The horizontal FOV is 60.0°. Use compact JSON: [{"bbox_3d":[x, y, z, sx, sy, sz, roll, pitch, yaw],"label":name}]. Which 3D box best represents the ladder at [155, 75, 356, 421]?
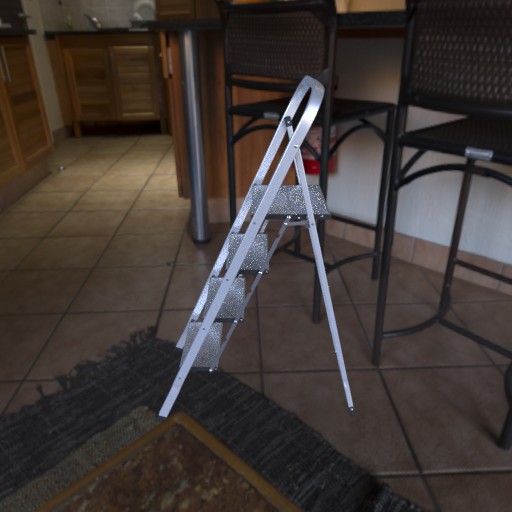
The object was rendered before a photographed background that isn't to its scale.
[{"bbox_3d":[0.000,0.000,1.723,0.830,1.290,0.465,0,27,0],"label":"ladder"}]
